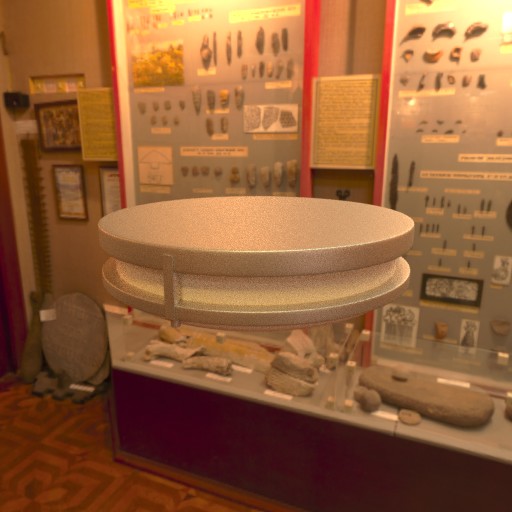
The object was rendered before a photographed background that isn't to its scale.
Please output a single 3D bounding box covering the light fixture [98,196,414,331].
[{"bbox_3d":[0.000,0.000,0.536,0.356,0.102,0.356,0,15,0],"label":"light fixture"}]
